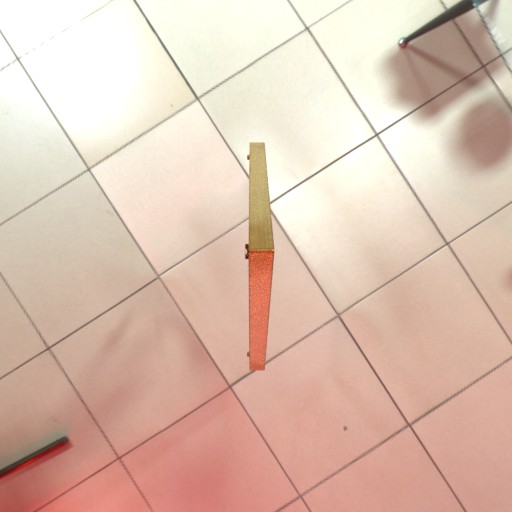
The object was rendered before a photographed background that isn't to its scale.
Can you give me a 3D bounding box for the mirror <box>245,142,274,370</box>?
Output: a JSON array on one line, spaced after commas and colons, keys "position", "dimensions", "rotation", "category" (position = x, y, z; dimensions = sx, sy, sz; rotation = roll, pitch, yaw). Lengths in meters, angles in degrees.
[{"position": [0.000, 0.000, 0.814], "dimensions": [0.032, 0.679, 0.419], "rotation": [0, 89, -1], "category": "mirror"}]
